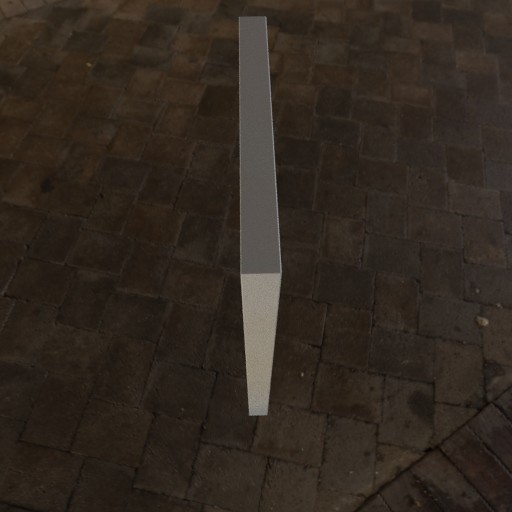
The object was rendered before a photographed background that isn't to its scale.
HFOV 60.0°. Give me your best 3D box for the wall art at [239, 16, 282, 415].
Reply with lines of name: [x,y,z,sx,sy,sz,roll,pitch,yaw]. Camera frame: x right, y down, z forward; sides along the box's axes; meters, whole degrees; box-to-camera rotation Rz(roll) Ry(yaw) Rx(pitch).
wall art: [0.000,0.000,0.771,0.038,0.611,0.408,-1,59,-1]
